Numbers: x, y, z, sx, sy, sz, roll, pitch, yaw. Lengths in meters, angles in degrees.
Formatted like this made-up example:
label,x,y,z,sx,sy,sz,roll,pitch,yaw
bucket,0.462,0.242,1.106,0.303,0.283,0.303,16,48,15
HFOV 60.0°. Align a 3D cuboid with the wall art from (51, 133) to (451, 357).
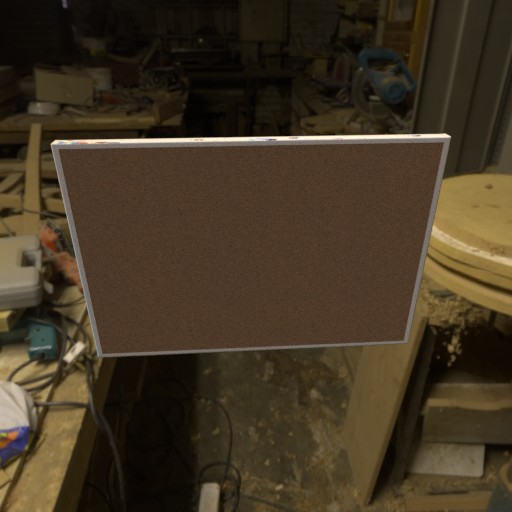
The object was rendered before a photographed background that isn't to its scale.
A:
label,x,y,z,sx,sy,sz,roll,pitch,yaw
wall art,0.000,0.000,1.454,1.136,0.769,0.040,-2,29,-3
